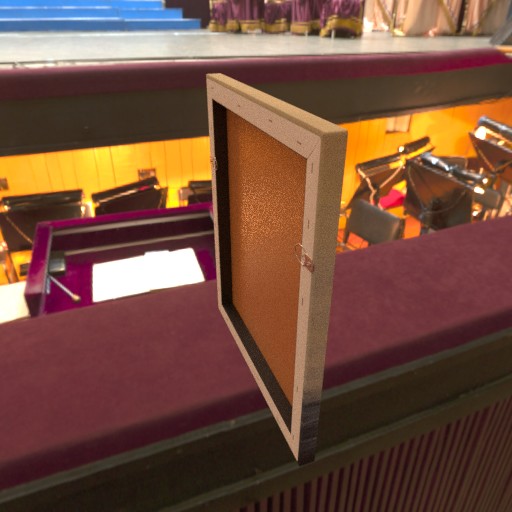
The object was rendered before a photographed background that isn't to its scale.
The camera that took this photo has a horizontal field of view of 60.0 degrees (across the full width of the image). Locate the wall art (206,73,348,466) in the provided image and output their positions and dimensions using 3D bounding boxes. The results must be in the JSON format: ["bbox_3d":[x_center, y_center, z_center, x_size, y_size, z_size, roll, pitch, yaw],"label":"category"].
[{"bbox_3d":[0.000,0.000,1.019,0.041,0.710,0.608,-11,31,-18],"label":"wall art"}]
